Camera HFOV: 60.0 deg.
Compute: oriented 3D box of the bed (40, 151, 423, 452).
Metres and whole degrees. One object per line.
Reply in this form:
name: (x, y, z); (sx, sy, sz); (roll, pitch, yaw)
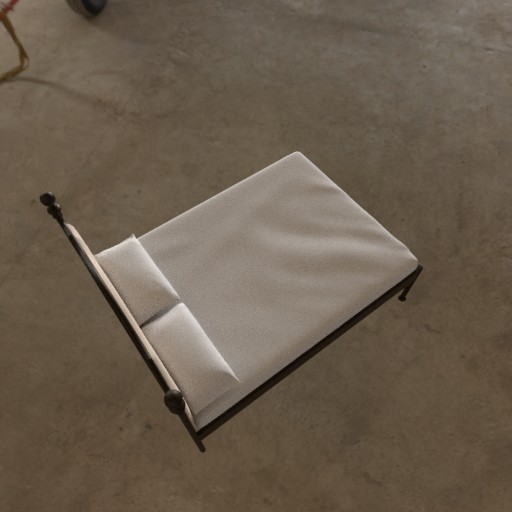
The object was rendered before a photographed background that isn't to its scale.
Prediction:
bed: (0.000, 0.000, 3.395); (2.224, 1.499, 1.642); (-32, 63, -18)
